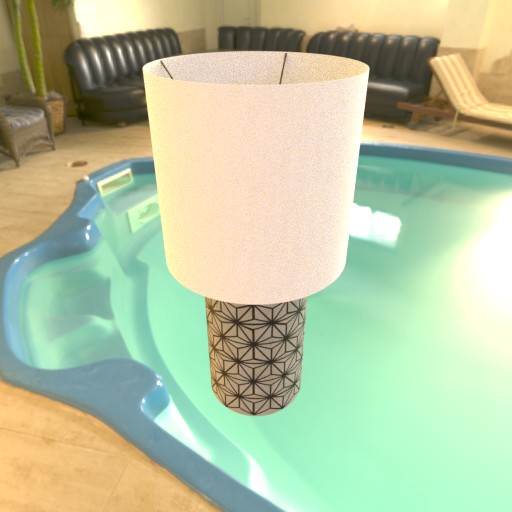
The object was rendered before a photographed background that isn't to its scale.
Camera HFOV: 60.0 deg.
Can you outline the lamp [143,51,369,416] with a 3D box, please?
[{"bbox_3d":[0.000,0.000,0.520,0.206,0.416,0.206,10,33,17],"label":"lamp"}]
